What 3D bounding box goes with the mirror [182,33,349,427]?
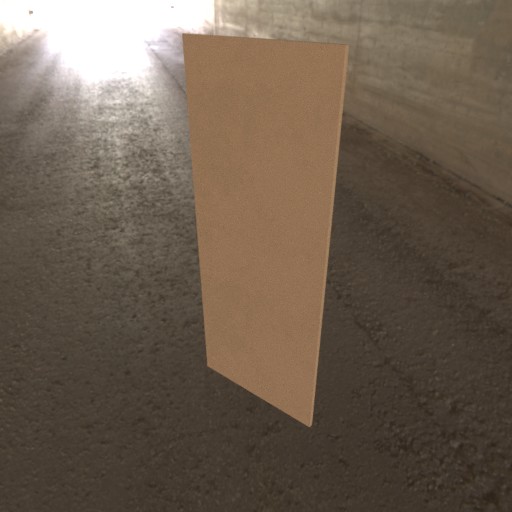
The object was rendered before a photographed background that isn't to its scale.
[{"bbox_3d":[0.000,0.000,2.296,0.812,2.031,0.026,21,37,31],"label":"mirror"}]
